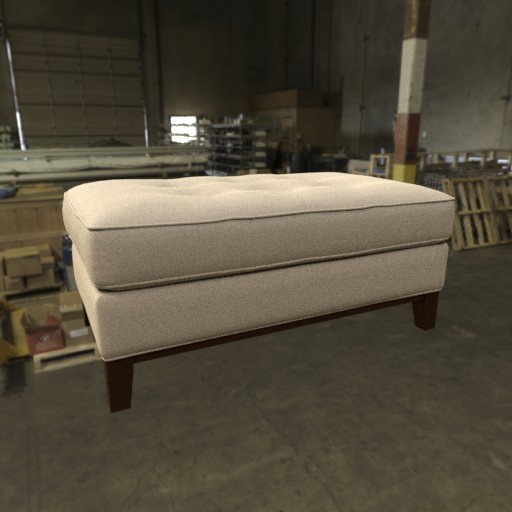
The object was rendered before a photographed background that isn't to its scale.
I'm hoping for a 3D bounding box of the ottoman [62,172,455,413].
[{"bbox_3d":[0.000,0.000,1.497,1.143,0.508,0.648,-8,18,-25],"label":"ottoman"}]
